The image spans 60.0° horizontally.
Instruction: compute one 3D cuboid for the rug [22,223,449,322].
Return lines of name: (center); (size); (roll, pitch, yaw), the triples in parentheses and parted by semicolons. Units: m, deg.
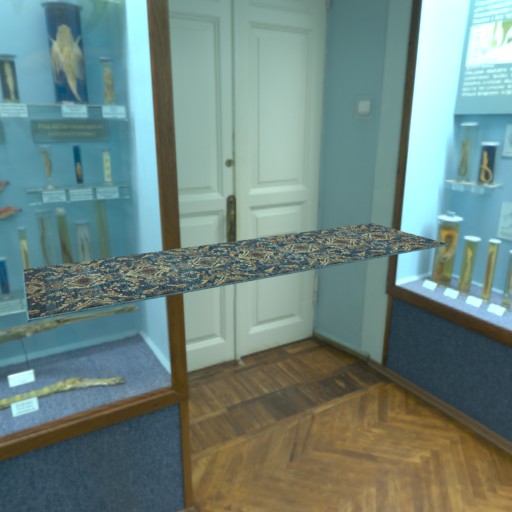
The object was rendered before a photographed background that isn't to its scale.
rug: (0.000, 0.000, 2.450); (2.292, 0.014, 0.685); (-9, 19, -27)
